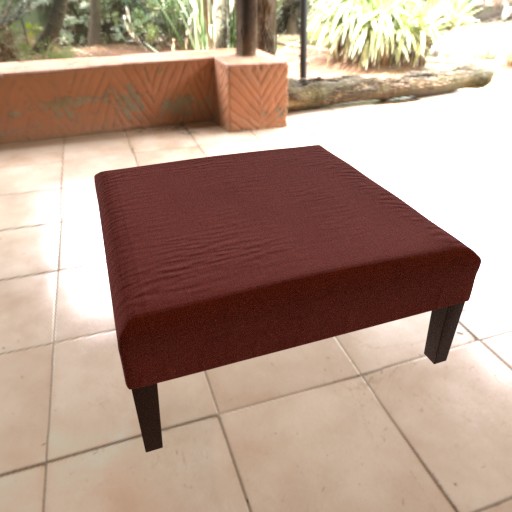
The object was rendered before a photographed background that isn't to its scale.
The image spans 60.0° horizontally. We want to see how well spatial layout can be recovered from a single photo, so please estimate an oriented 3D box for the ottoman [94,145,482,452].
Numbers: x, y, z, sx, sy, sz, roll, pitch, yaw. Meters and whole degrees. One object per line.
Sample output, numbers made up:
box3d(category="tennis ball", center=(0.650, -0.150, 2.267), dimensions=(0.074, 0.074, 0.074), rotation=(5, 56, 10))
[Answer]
box3d(category="ottoman", center=(0.000, 0.000, 1.410), dimensions=(0.890, 0.411, 0.889), rotation=(-11, 34, -17))
